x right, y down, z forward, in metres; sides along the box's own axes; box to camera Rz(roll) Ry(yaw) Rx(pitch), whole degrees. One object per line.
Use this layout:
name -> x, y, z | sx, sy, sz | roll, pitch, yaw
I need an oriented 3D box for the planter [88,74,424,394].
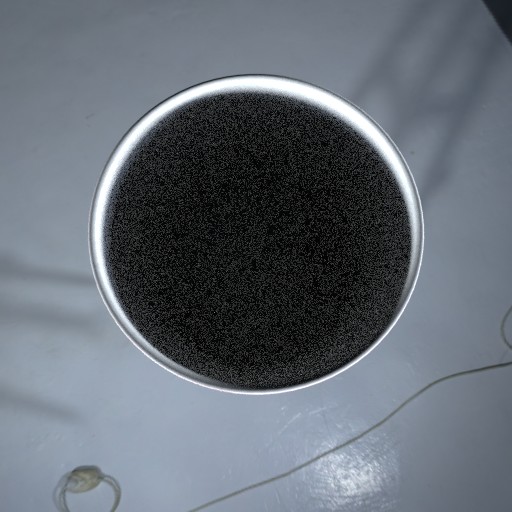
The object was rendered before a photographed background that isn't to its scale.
planter -> 0.000, 0.000, 0.773 | 0.440, 0.398, 0.440 | 0, 76, 0
